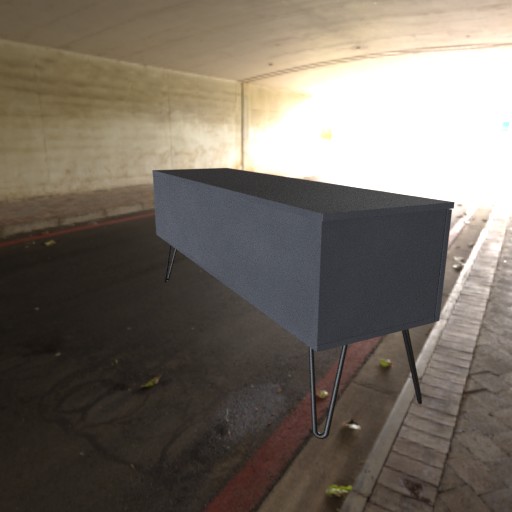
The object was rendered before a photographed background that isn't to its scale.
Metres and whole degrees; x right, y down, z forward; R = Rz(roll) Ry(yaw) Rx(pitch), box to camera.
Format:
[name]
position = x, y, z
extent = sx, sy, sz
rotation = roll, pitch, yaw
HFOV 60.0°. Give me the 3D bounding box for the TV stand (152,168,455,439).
[TV stand]
position = 0.000, 0.000, 1.668
extent = 0.400, 0.560, 1.400
rotation = -7, 17, -26
